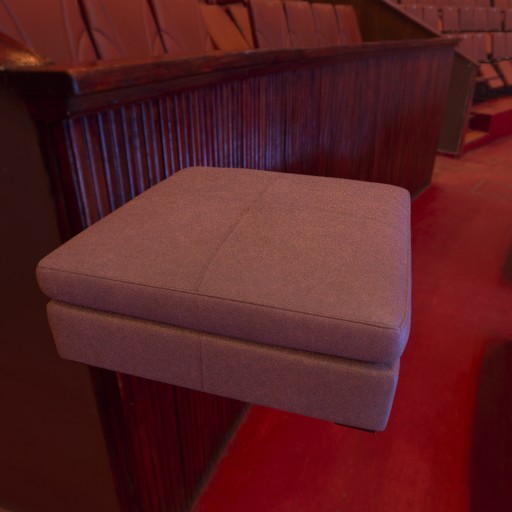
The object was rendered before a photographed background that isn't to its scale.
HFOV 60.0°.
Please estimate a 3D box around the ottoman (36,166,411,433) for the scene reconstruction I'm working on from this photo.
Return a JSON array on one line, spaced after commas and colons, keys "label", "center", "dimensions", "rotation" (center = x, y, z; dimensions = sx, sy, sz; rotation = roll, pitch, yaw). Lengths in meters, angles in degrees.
[{"label": "ottoman", "center": [0.000, 0.000, 1.799], "dimensions": [1.168, 0.490, 1.168], "rotation": [8, 29, 15]}]
